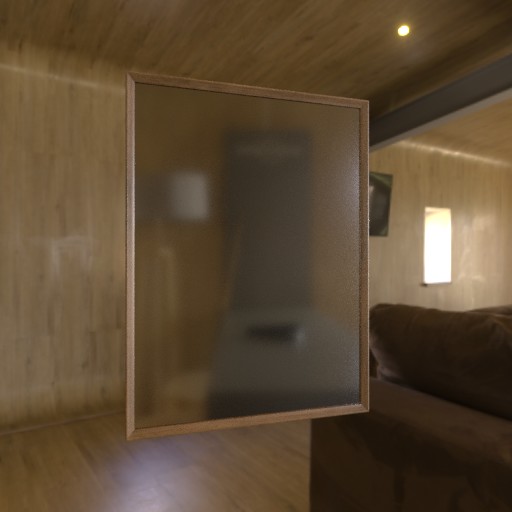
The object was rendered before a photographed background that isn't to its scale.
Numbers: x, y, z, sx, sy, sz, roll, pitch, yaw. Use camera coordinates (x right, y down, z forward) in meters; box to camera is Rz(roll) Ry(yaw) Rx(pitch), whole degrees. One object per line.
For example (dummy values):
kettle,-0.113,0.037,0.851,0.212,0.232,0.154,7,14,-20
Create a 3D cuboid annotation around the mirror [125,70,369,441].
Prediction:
mirror,0.000,0.000,1.349,0.762,1.016,0.041,0,0,-18
